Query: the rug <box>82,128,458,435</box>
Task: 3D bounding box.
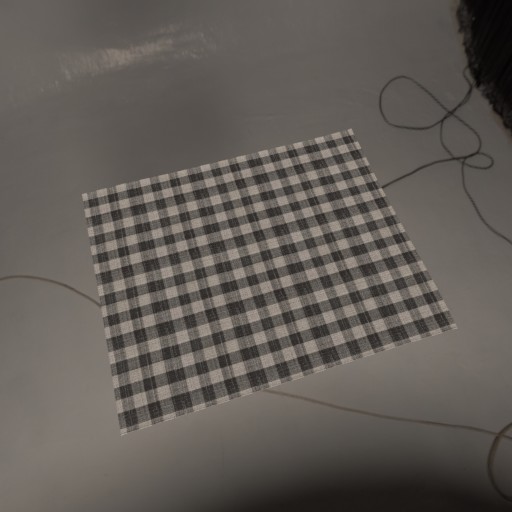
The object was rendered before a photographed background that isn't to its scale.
[{"bbox_3d":[0.000,0.000,4.270,3.021,0.013,2.432,-15,65,-8],"label":"rug"}]
